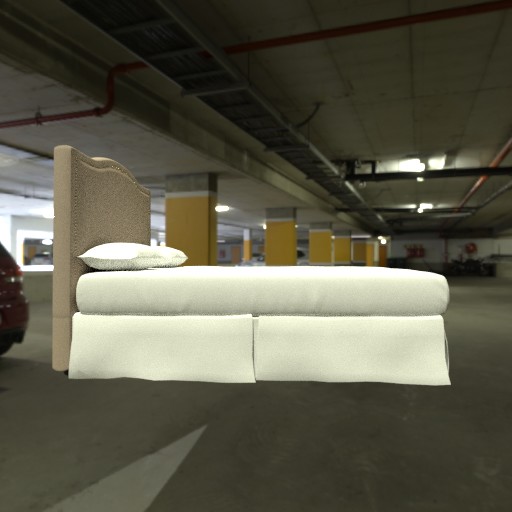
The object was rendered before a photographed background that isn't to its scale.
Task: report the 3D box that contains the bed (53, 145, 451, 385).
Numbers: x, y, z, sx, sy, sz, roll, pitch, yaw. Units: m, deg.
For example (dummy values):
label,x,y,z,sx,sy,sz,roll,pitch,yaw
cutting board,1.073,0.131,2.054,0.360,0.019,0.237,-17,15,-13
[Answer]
label,x,y,z,sx,sy,sz,roll,pitch,yaw
bed,0.000,0.000,3.358,2.282,1.436,1.821,0,0,2
